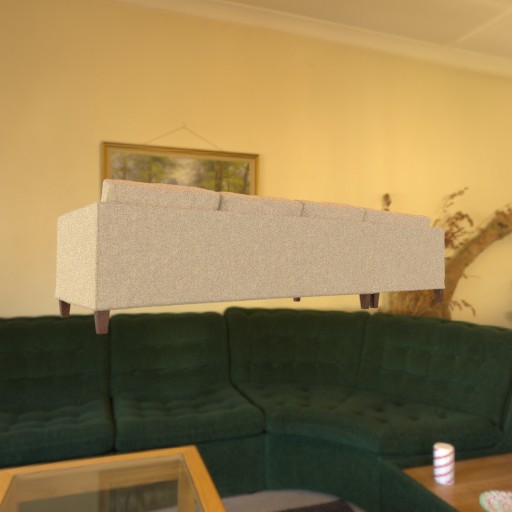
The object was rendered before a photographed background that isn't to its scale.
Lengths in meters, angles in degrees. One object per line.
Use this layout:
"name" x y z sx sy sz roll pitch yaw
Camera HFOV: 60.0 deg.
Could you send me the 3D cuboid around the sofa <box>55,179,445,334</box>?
"sofa" 0.000 0.000 3.828 3.186 0.846 1.625 1 -1 -36
